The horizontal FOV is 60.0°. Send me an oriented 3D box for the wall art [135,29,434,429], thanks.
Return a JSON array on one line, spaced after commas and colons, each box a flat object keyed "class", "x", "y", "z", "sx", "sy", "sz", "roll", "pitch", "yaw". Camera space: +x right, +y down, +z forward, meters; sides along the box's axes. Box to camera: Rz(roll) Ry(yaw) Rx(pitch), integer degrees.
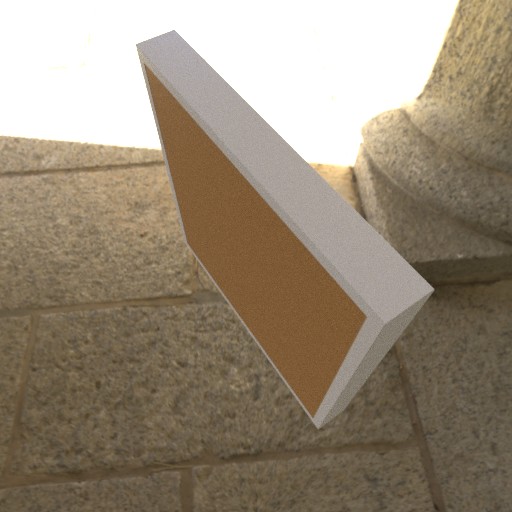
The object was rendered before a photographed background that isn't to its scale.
[{"class": "wall art", "x": 0.000, "y": 0.000, "z": 0.441, "sx": 0.038, "sy": 0.305, "sz": 0.305, "roll": -30, "pitch": 63, "yaw": -17}]
